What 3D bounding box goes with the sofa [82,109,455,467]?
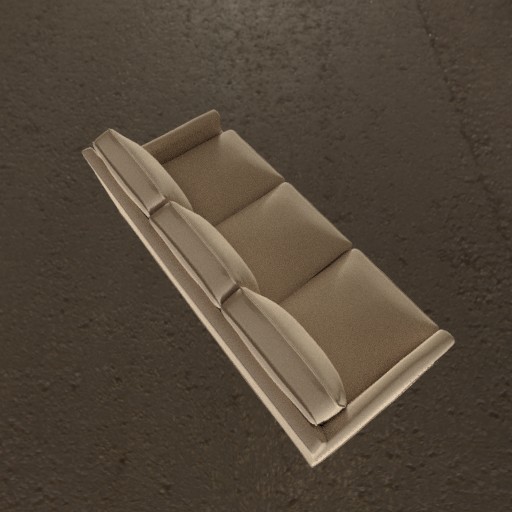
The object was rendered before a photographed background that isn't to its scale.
[{"bbox_3d":[0.000,0.000,2.736,1.084,1.003,2.246,-33,64,-18],"label":"sofa"}]
